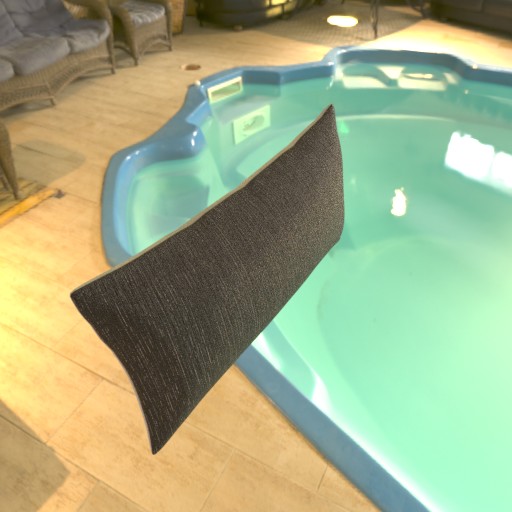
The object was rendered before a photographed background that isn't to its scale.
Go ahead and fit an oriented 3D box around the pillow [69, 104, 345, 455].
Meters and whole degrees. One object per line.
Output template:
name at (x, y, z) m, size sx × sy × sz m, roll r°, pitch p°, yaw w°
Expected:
pillow at (0.000, 0.000, 0.739) m, size 0.156 × 0.305 × 0.608 m, roll 24°, pitch 47°, yaw 25°
